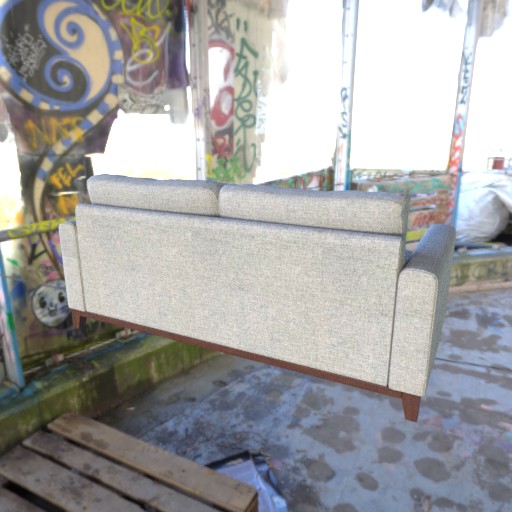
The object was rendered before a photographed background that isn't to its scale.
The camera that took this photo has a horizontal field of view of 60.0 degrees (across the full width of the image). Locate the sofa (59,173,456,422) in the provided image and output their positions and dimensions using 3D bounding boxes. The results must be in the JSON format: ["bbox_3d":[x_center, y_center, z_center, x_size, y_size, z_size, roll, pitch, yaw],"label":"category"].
[{"bbox_3d":[0.000,0.000,2.467,1.978,0.892,0.969,8,18,26],"label":"sofa"}]
